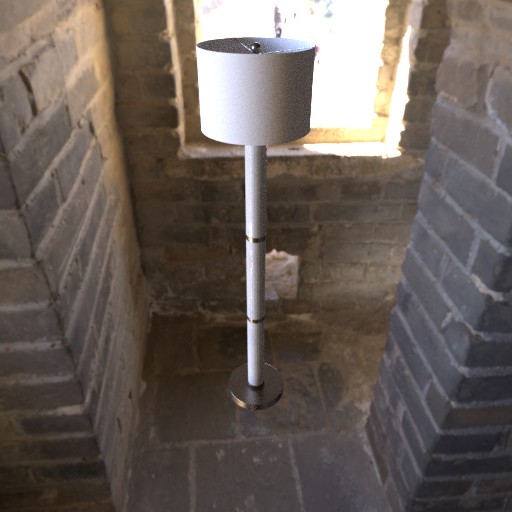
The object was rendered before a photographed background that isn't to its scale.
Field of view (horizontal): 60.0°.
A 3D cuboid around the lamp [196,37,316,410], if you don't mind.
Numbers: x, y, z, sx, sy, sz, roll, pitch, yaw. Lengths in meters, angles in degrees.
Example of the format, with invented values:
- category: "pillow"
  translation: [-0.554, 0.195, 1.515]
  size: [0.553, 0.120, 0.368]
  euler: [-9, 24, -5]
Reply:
- category: "lamp"
  translation: [0.000, 0.000, 1.827]
  size: [0.377, 1.599, 0.377]
  euler: [22, 39, 30]
